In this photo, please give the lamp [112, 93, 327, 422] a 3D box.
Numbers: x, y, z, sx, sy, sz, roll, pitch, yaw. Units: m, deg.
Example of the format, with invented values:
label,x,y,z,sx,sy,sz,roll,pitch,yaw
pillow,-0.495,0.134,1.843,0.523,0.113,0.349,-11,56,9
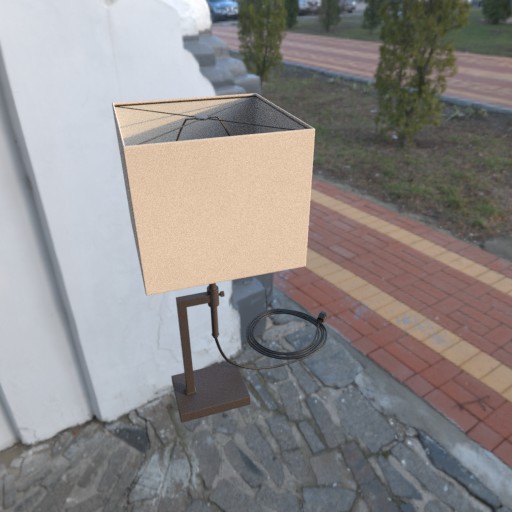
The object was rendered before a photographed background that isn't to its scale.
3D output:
label,x,y,z,sx,sy,sz,roll,pitch,yaw
lamp,0.000,0.000,0.985,0.504,0.660,0.399,-10,32,-16
